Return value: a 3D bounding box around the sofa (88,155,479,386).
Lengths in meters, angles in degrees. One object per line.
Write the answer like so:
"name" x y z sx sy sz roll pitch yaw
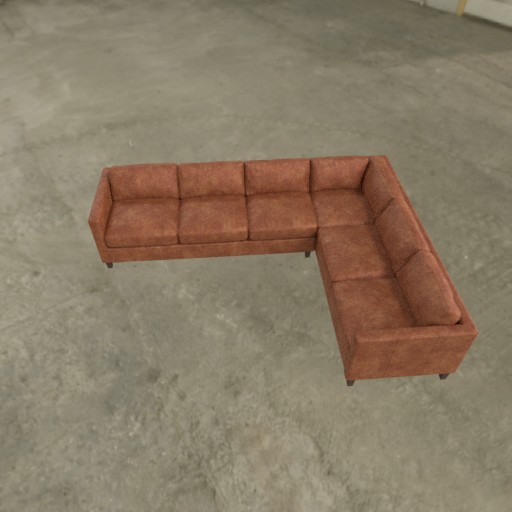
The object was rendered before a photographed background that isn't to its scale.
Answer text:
"sofa" 0.000 0.000 4.245 3.167 0.838 2.438 -3 45 -3
